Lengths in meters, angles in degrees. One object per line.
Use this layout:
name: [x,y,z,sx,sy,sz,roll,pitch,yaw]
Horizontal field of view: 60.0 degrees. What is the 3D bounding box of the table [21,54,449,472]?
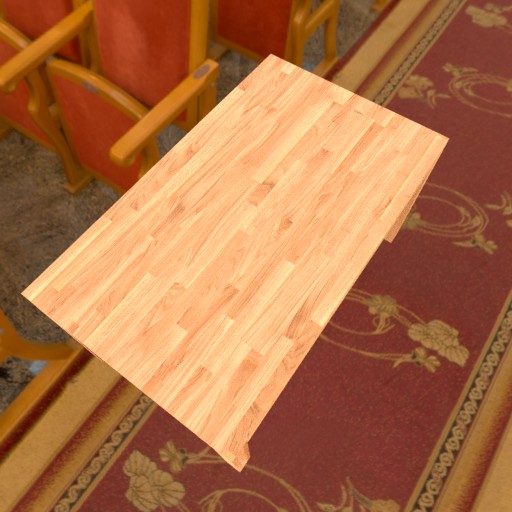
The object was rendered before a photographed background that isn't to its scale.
table: [0.000,0.000,2.016,0.900,0.770,1.500,32,67,16]
